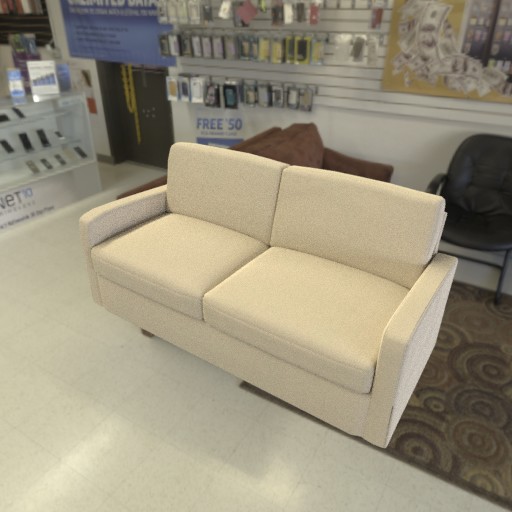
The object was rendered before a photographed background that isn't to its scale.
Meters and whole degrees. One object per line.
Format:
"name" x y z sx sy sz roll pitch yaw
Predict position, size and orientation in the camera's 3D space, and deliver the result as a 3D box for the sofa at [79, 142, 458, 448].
"sofa" 0.000 0.000 2.310 1.808 0.831 0.894 19 35 29
